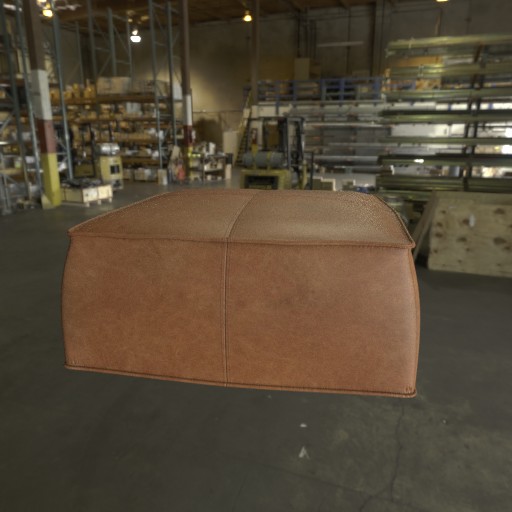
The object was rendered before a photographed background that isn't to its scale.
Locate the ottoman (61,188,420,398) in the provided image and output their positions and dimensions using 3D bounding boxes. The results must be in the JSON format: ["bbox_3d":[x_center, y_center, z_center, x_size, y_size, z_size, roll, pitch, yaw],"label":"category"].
[{"bbox_3d":[0.000,0.000,1.405,0.902,0.395,0.901,2,15,9],"label":"ottoman"}]
